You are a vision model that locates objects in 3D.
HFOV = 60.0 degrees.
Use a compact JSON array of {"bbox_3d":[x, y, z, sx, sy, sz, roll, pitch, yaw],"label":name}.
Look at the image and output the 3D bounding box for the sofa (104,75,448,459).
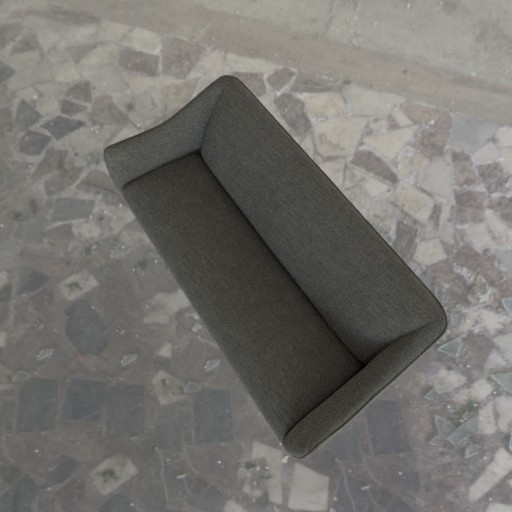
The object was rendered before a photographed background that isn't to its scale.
[{"bbox_3d":[0.000,0.000,2.436,0.867,0.829,1.928,-31,68,-14],"label":"sofa"}]
